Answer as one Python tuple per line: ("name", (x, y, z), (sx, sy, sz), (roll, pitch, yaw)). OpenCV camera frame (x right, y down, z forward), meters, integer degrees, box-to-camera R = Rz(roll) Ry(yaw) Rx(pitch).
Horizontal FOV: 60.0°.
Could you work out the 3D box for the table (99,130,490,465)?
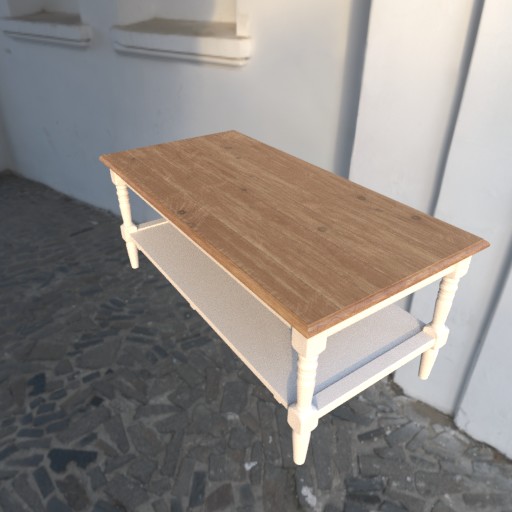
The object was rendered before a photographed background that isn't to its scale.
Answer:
("table", (0.000, 0.000, 1.405), (0.559, 0.458, 1.118), (-20, 37, -29))
